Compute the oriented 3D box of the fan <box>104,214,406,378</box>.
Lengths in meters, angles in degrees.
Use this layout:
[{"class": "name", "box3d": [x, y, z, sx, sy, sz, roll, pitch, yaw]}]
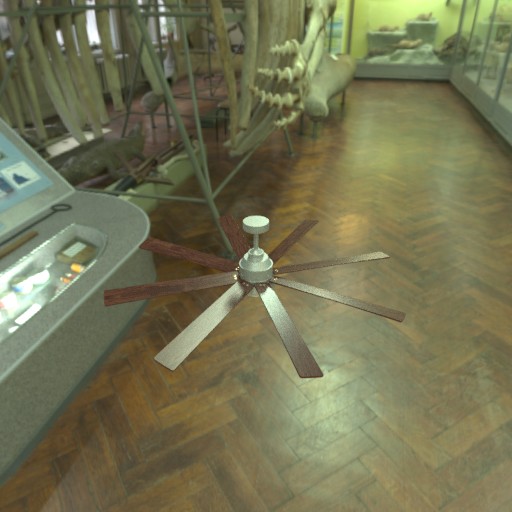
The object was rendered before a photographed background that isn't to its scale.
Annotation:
[{"class": "fan", "box3d": [0.000, 0.000, 2.716, 1.830, 0.472, 1.830, -8, 31, -14]}]
